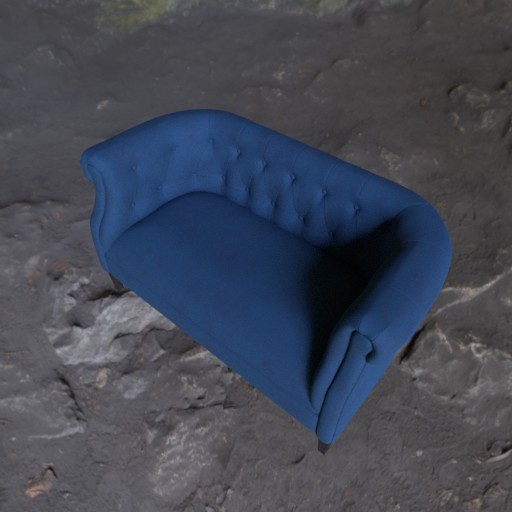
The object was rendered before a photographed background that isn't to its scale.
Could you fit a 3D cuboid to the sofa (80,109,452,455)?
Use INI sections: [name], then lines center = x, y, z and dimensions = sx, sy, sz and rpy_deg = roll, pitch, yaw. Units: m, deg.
[sofa]
center = 0.000, 0.000, 2.026
dimensions = 1.558, 0.827, 0.835
rpy_deg = 31, 53, 27
